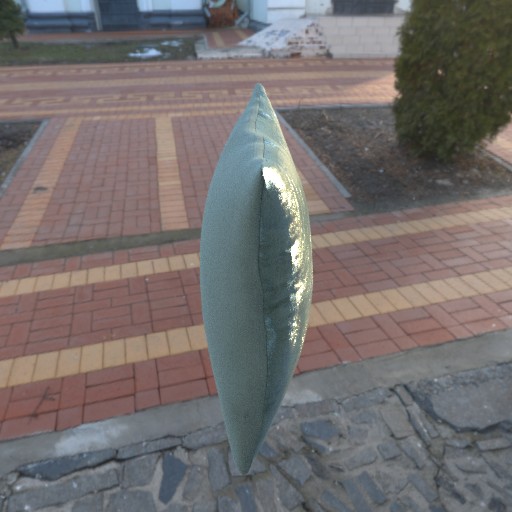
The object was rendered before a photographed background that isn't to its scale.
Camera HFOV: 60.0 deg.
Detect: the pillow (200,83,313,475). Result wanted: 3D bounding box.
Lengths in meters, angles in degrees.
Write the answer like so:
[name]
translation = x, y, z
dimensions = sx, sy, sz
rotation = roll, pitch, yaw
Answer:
[pillow]
translation = 0.000, 0.000, 0.720
dimensions = 0.175, 0.464, 0.470
rotation = 0, 31, 1
